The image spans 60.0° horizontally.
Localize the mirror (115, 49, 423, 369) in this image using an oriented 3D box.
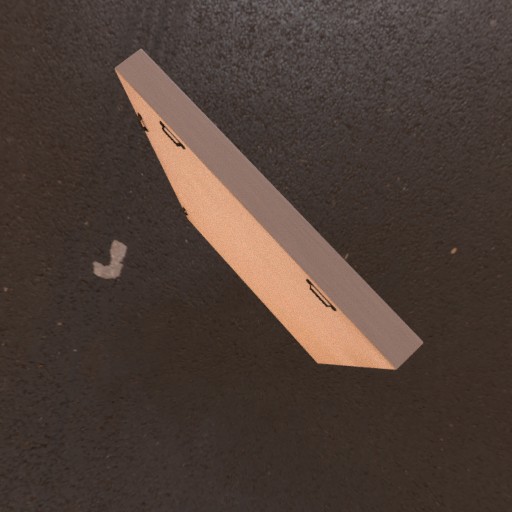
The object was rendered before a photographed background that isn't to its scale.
[{"bbox_3d":[0.000,0.000,0.674,0.041,0.508,0.405,-41,80,-9],"label":"mirror"}]
